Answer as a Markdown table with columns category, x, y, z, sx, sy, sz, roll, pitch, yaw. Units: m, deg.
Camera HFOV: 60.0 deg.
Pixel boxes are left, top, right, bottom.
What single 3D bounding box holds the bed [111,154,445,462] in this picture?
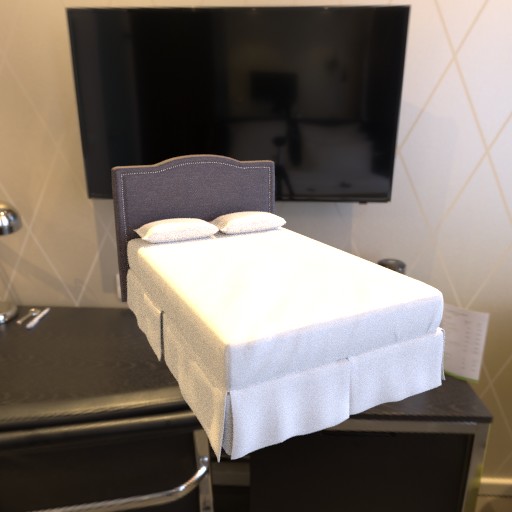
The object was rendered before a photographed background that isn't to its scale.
| category | x | y | z | sx | sy | sz | roll | pitch | yaw |
| --- | --- | --- | --- | --- | --- | --- | --- | --- | --- |
| bed | 0.000 | 0.000 | 3.550 | 1.741 | 1.441 | 2.507 | -8 | 19 | -26 |
